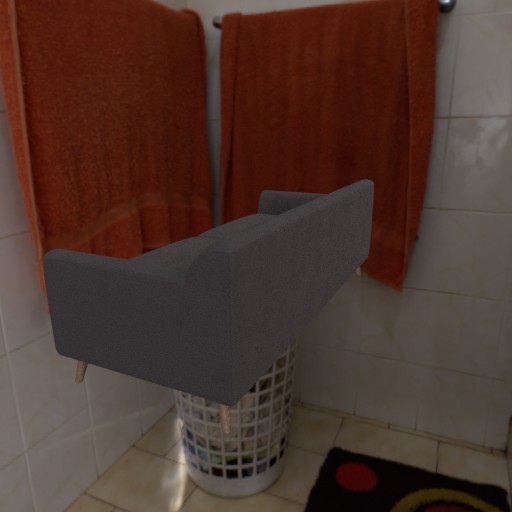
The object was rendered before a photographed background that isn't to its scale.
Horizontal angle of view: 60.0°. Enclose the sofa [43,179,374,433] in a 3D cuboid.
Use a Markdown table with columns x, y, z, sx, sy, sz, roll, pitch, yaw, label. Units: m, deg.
| x | y | z | sx | sy | sz | roll | pitch | yaw | label |
| --- | --- | --- | --- | --- | --- | --- | --- | --- | --- |
| 0.000 | 0.000 | 2.616 | 0.900 | 0.740 | 2.190 | 8 | 18 | 25 | sofa |
